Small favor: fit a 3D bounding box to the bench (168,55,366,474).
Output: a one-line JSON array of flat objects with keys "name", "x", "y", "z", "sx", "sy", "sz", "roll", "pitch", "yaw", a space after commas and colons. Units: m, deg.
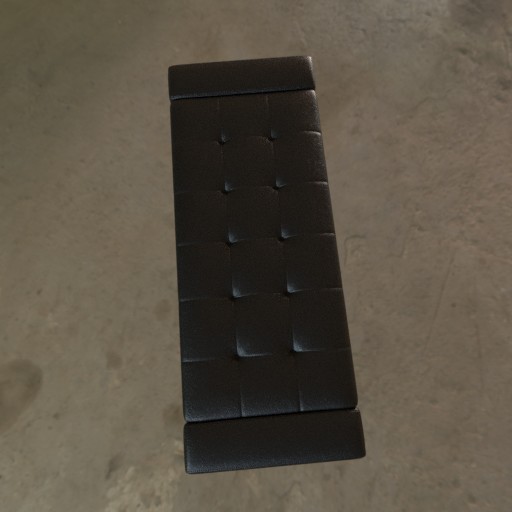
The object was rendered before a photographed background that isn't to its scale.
[{"name": "bench", "x": 0.000, "y": 0.000, "z": 1.560, "sx": 0.508, "sy": 0.445, "sz": 1.296, "roll": -5, "pitch": 76, "yaw": -1}]
